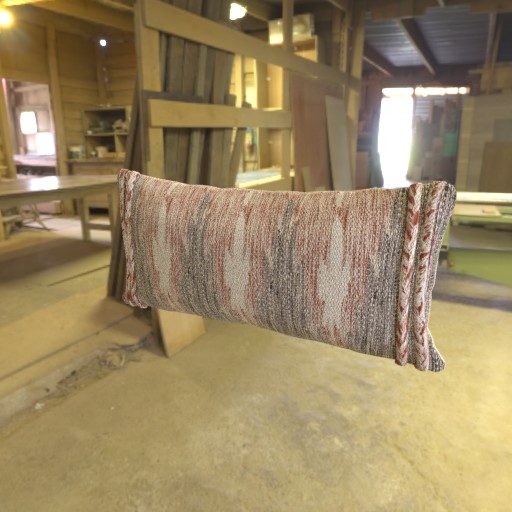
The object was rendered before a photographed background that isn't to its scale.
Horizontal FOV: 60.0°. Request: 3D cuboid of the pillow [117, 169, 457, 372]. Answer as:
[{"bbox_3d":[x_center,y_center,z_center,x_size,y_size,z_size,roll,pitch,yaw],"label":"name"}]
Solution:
[{"bbox_3d":[0.000,0.000,0.767,0.635,0.282,0.139,8,16,27],"label":"pillow"}]
